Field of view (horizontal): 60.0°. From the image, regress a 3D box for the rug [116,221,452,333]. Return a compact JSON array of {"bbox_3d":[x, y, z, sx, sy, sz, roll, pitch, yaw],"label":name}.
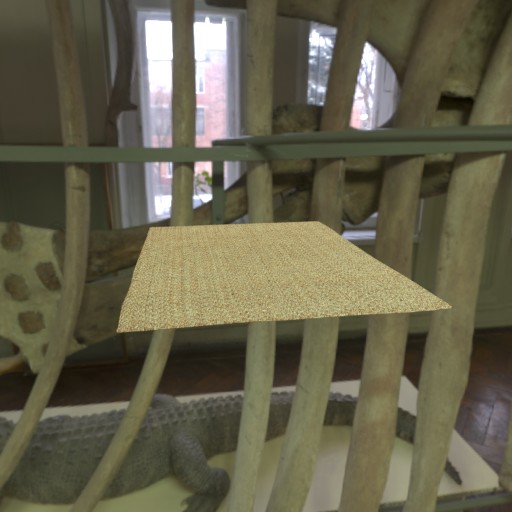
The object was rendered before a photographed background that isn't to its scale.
[{"bbox_3d":[0.000,0.000,2.968,1.566,0.013,2.141,-3,16,-10],"label":"rug"}]
